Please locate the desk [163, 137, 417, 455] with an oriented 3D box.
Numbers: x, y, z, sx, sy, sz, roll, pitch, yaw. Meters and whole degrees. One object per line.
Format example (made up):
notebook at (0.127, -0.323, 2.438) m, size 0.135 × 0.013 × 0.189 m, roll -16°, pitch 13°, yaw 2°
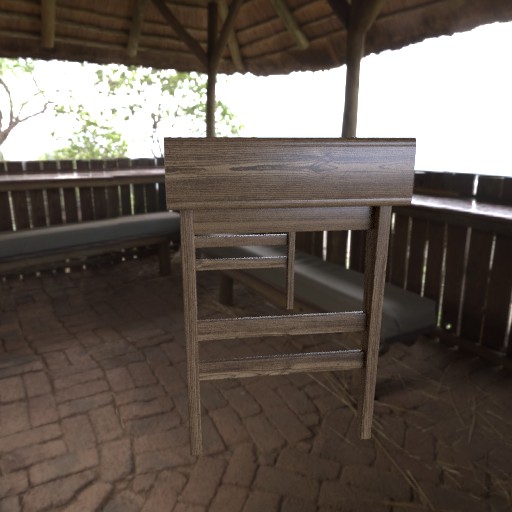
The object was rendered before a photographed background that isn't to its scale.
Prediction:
desk at (0.000, 0.000, 1.466) m, size 0.508 × 0.755 × 1.067 m, roll -2°, pitch 15°, yaw -8°
